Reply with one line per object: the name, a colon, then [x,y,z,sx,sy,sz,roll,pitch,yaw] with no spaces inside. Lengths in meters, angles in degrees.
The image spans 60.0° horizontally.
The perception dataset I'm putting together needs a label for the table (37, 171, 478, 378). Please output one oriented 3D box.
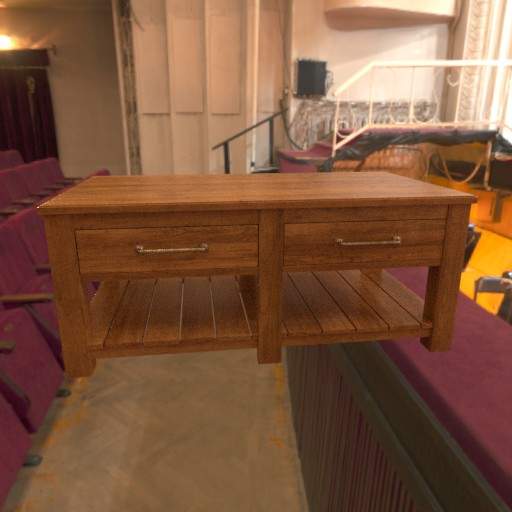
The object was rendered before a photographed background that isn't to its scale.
table: [0.000,0.000,1.497,1.150,0.480,0.635,-2,17,-7]
